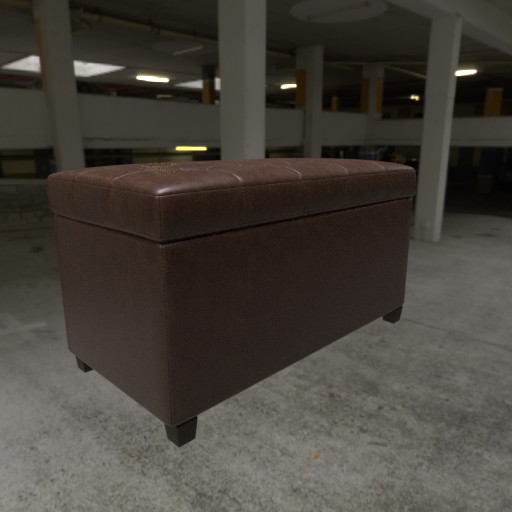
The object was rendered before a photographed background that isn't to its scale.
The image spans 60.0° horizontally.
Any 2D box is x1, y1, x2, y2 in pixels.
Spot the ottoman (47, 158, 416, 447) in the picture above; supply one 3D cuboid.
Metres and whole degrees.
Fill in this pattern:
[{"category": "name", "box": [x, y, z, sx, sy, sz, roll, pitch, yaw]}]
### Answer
[{"category": "ottoman", "box": [0.000, 0.000, 1.120, 0.432, 0.470, 0.838, 14, 20, 43]}]
